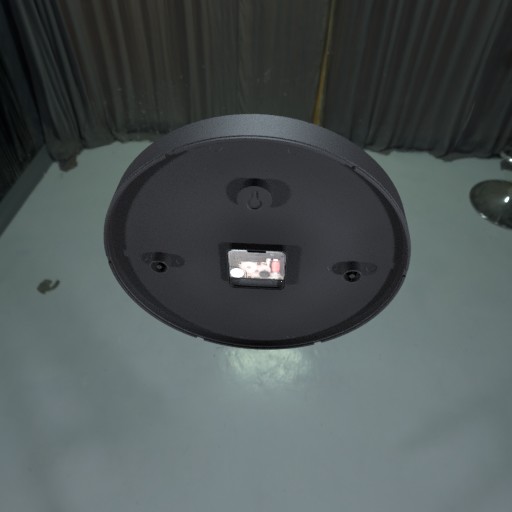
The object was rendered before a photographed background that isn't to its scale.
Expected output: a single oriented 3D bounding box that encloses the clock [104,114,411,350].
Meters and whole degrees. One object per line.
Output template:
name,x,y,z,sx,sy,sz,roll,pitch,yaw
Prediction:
clock,0.000,0.000,0.444,0.293,0.293,0.040,3,47,3
